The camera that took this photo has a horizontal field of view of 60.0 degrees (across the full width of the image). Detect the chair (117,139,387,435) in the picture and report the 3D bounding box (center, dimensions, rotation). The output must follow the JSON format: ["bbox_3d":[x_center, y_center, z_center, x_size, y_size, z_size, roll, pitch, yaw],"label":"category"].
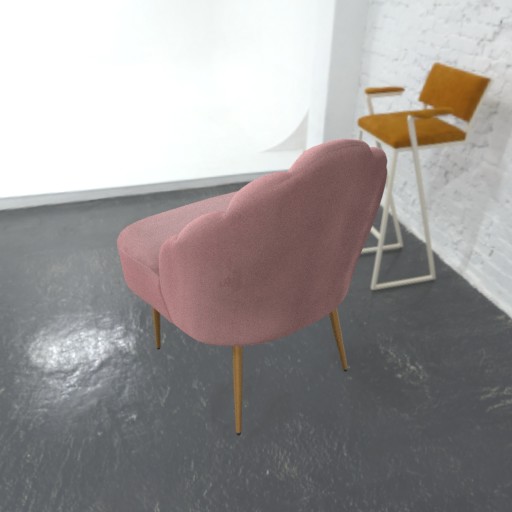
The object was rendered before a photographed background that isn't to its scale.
[{"bbox_3d":[0.000,0.000,1.286,0.657,0.819,0.599,-20,37,-29],"label":"chair"}]
